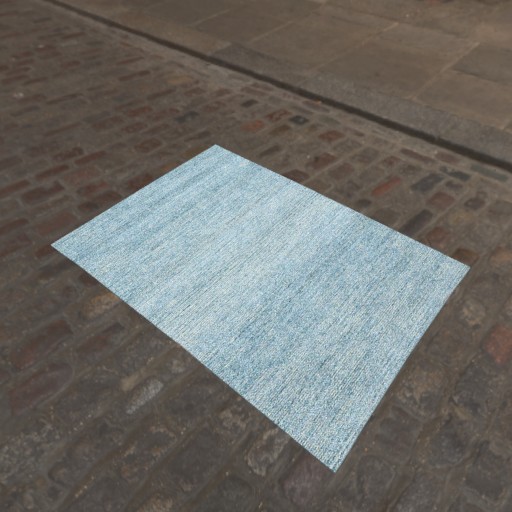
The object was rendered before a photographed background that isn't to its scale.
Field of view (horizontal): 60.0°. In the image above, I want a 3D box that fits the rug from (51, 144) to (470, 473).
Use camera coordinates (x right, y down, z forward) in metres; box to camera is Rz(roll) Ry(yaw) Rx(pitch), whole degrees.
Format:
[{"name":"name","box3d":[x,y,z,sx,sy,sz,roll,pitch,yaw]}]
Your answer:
[{"name":"rug","box3d":[0.000,0.000,2.902,2.260,0.026,1.611,31,54,26]}]
